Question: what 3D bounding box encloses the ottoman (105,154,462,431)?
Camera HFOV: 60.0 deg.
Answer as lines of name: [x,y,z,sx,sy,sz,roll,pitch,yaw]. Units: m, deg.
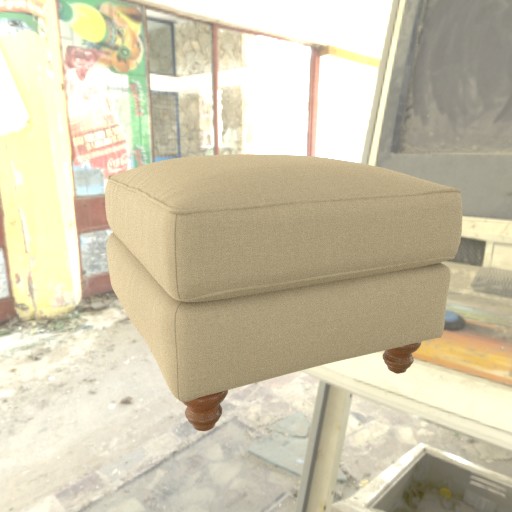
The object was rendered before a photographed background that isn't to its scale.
ottoman: [0.000,0.000,1.127,0.662,0.505,0.716,-7,16,-25]
